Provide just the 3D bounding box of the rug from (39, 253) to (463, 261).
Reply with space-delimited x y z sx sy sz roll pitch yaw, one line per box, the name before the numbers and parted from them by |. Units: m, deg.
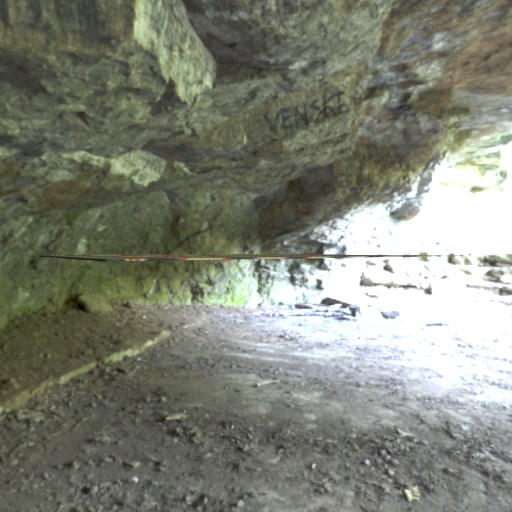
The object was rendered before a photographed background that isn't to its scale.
rug | 0.000 0.000 3.006 2.447 0.011 1.520 -1 1 -35
